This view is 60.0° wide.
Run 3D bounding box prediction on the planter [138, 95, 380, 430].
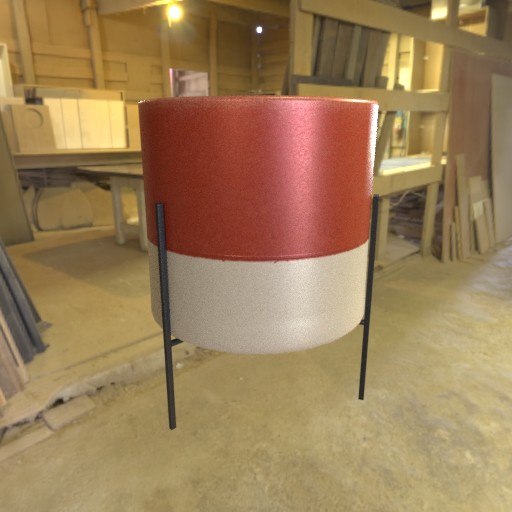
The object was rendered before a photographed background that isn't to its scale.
[{"bbox_3d":[0.000,0.000,0.711,0.354,0.465,0.345,-15,22,-42],"label":"planter"}]
